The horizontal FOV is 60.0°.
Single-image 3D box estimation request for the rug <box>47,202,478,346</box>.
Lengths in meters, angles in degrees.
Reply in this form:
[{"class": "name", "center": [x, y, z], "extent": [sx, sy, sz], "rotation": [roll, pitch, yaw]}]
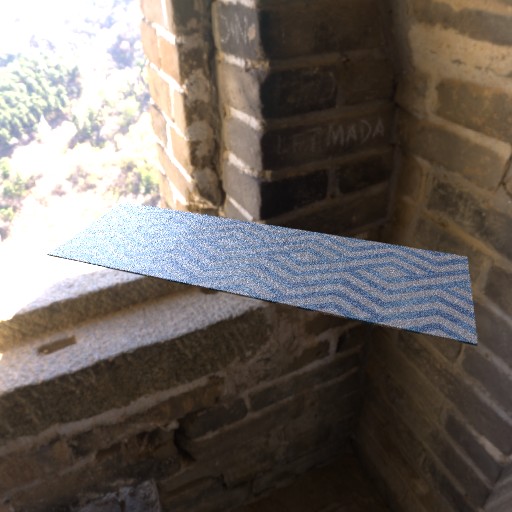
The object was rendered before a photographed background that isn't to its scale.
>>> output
[{"class": "rug", "center": [0.000, 0.000, 1.654], "extent": [1.492, 0.007, 0.503], "rotation": [10, 33, 16]}]
